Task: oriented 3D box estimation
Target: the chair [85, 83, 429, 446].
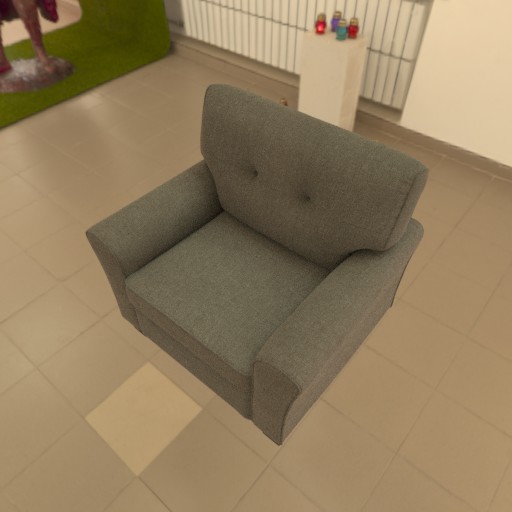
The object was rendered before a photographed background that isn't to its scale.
[{"bbox_3d":[0.000,0.000,1.645,0.941,0.890,0.816,31,54,26],"label":"chair"}]
